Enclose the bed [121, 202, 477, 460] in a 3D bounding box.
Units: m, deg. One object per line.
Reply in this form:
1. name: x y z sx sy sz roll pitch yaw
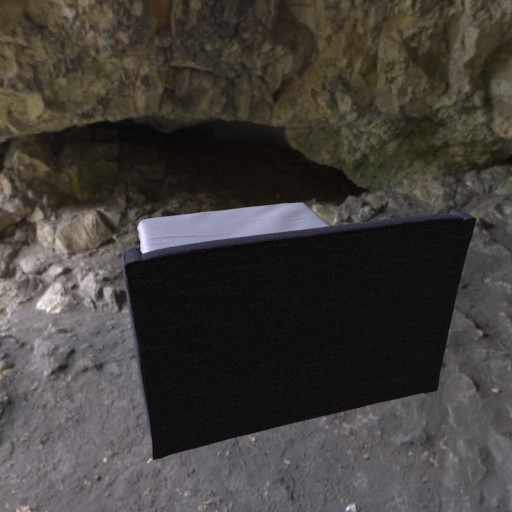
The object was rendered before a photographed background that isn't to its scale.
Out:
1. bed: 0.000 0.000 3.460 1.925 1.332 2.276 -8 28 -15
